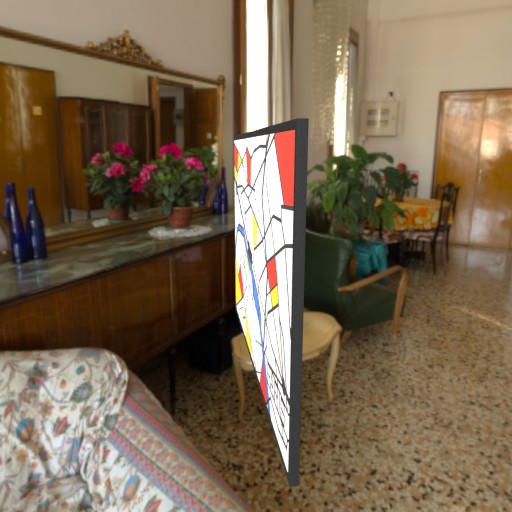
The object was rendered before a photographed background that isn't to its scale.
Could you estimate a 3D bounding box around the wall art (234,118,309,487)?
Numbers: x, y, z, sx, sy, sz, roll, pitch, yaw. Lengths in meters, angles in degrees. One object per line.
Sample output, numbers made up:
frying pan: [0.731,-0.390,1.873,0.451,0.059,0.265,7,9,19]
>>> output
wall art: [0.000,0.000,0.843,0.013,0.458,0.664,-2,14,-8]
